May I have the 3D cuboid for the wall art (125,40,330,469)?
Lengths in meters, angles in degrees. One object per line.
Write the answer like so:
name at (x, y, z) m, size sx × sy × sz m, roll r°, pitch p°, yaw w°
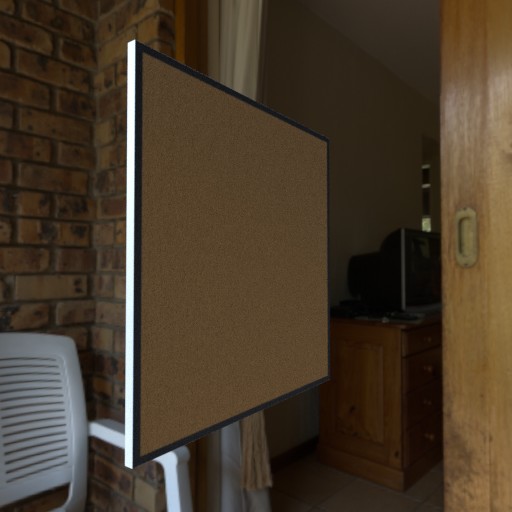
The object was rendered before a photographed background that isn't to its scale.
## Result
wall art at (0.000, 0.000, 1.160) m, size 0.022 × 0.803 × 0.805 m, roll -1°, pitch -2°, yaw 36°
